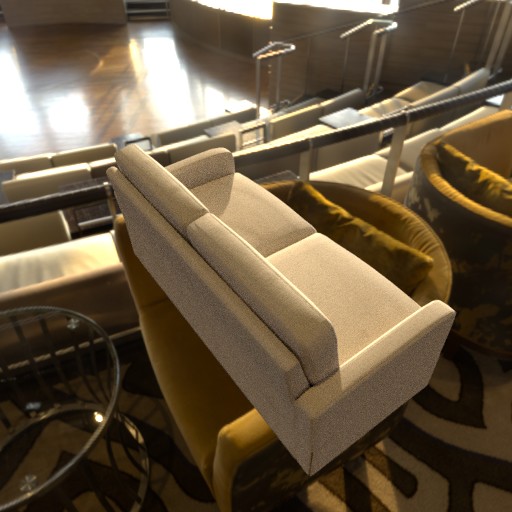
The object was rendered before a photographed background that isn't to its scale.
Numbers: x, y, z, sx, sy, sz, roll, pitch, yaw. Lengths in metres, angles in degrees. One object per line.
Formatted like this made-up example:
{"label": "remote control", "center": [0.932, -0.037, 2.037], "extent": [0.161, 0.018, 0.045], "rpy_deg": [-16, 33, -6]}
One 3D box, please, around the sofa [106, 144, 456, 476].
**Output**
{"label": "sofa", "center": [0.000, 0.000, 2.313], "extent": [0.894, 0.831, 1.808], "rpy_deg": [-25, 47, -26]}
